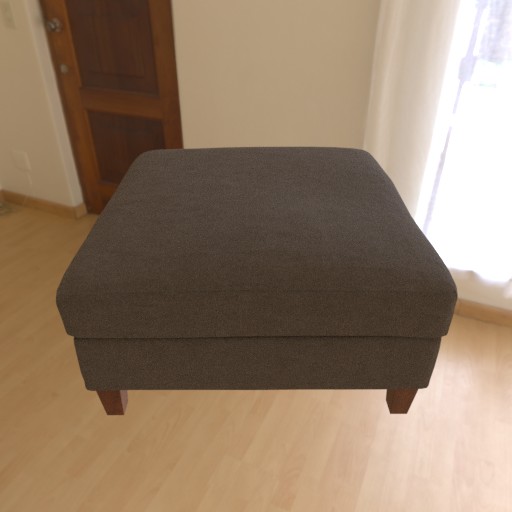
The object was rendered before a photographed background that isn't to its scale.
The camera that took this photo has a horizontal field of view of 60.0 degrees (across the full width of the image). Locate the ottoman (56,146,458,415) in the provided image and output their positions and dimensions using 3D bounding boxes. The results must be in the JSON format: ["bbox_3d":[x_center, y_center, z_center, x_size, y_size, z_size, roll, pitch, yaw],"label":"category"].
[{"bbox_3d":[0.000,0.000,1.369,0.861,0.482,0.881,0,32,0],"label":"ottoman"}]
